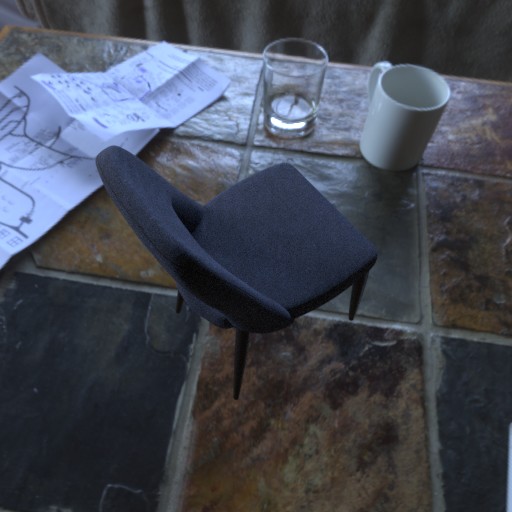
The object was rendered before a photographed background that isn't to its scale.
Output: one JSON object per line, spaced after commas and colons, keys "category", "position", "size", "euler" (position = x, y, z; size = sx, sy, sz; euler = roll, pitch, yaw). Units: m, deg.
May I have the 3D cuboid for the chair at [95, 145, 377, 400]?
{"category": "chair", "position": [0.000, 0.000, 1.289], "size": [0.612, 0.931, 0.470], "euler": [-31, 63, -18]}
